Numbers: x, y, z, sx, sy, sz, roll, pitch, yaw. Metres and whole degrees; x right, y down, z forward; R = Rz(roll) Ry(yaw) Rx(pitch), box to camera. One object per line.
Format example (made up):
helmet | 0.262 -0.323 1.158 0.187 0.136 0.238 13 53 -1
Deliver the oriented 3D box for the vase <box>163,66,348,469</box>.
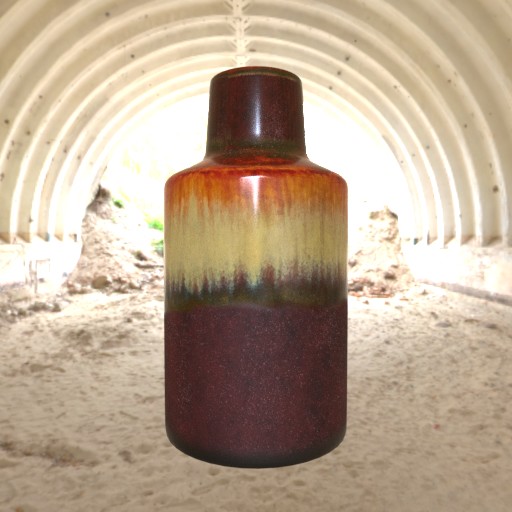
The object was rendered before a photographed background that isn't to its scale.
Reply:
vase | 0.000 0.000 0.264 0.108 0.204 0.108 0 2 0
